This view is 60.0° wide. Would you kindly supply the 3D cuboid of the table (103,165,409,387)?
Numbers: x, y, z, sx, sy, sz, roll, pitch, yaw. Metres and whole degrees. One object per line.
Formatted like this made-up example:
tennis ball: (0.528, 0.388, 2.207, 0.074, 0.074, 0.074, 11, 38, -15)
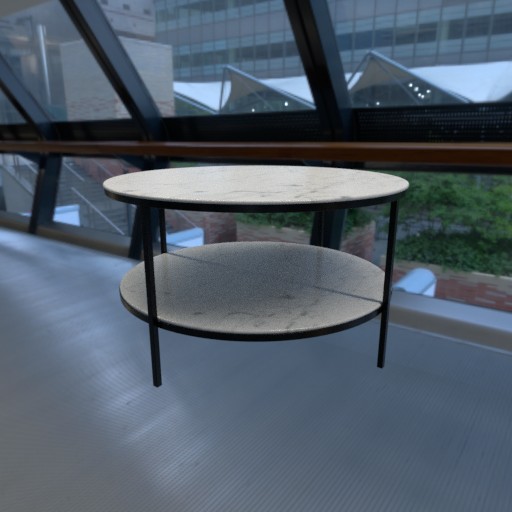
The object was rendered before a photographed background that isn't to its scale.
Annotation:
table: (0.000, 0.000, 1.281, 0.800, 0.450, 0.800, 0, 16, 0)
